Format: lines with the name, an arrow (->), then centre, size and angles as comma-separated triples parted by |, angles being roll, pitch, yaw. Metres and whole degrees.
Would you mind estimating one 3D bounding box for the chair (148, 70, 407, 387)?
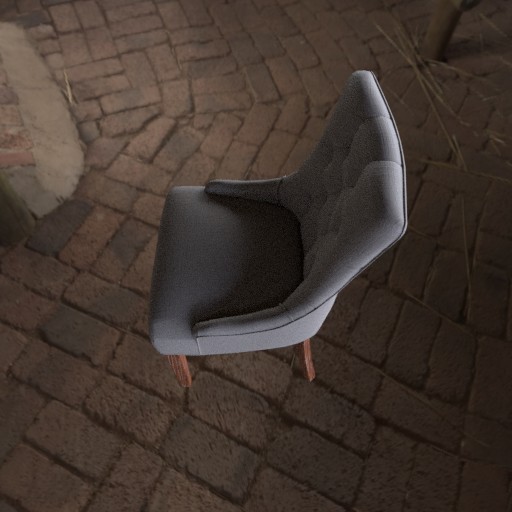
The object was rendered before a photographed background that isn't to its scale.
chair -> 0.000, 0.000, 1.222 | 0.565, 0.874, 0.509 | 0, 58, 0
